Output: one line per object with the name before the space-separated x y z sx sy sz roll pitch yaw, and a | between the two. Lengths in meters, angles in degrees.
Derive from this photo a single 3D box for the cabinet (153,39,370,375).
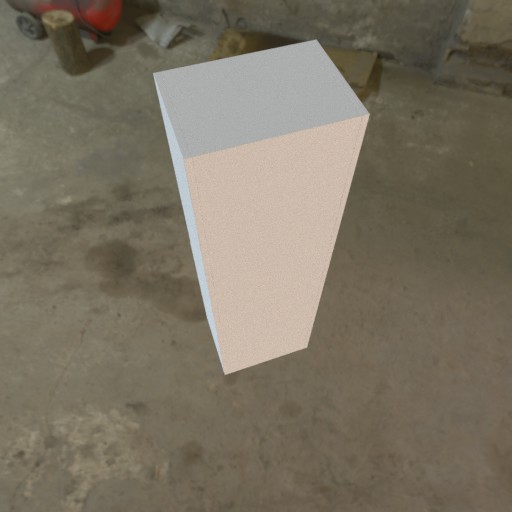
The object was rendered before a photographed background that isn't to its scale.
cabinet | 0.000 0.000 1.537 0.400 1.350 0.300 -16 59 -10
